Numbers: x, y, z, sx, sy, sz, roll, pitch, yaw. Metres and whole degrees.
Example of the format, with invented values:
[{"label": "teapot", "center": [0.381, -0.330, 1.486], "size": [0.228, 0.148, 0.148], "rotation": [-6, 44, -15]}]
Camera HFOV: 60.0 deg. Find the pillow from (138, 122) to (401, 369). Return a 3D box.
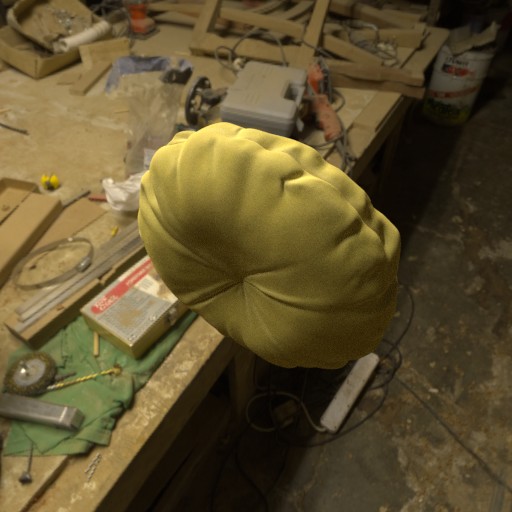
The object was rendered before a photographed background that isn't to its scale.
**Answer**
[{"label": "pillow", "center": [0.000, 0.000, 0.666], "size": [0.428, 0.407, 0.148], "rotation": [24, 50, 21]}]
